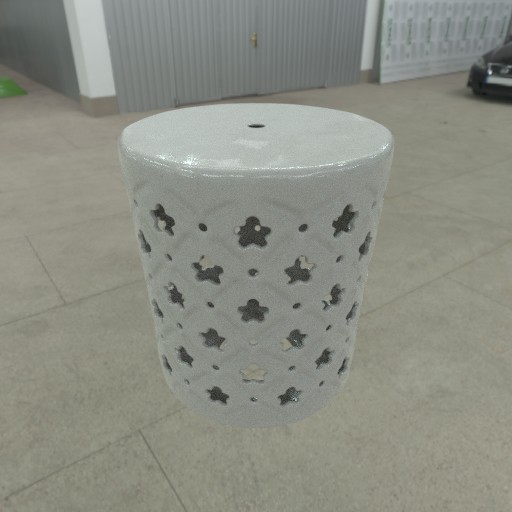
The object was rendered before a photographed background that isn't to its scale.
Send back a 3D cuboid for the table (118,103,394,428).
[{"bbox_3d":[0.000,0.000,0.667,0.352,0.387,0.352,0,29,0],"label":"table"}]
